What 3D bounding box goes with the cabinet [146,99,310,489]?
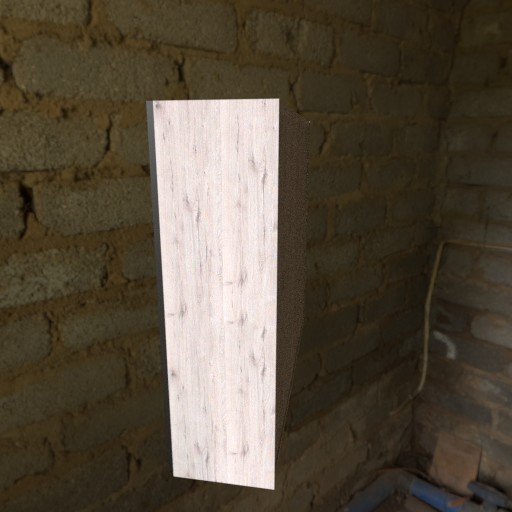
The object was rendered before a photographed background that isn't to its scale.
[{"bbox_3d":[0.000,0.000,3.588,0.660,2.180,2.500,3,15,10],"label":"cabinet"}]
